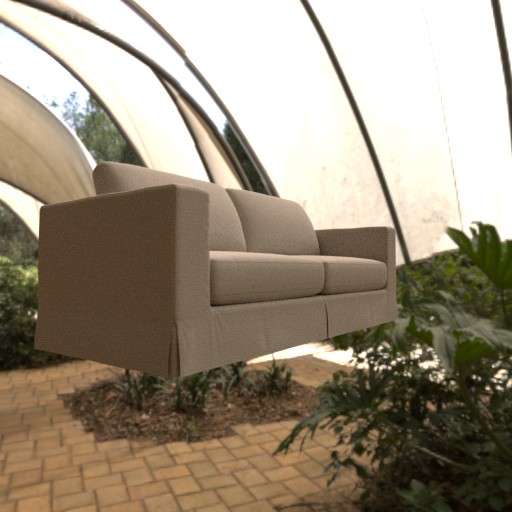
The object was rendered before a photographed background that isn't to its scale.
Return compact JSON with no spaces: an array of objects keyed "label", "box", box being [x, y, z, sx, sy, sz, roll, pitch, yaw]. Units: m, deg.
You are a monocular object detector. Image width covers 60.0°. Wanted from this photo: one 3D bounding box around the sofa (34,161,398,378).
[{"label":"sofa","box":[0.000,0.000,2.623,0.954,0.881,2.163,-1,-2,37]}]
